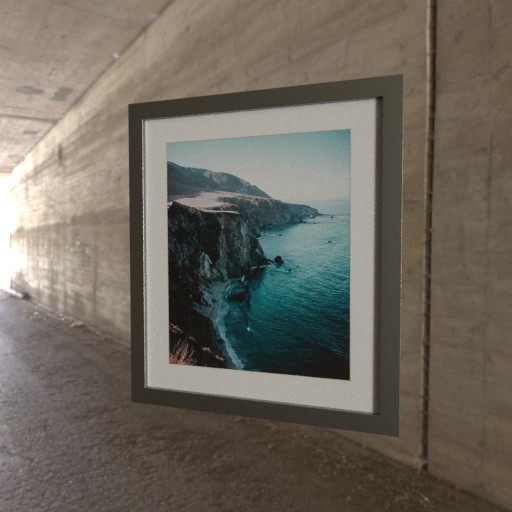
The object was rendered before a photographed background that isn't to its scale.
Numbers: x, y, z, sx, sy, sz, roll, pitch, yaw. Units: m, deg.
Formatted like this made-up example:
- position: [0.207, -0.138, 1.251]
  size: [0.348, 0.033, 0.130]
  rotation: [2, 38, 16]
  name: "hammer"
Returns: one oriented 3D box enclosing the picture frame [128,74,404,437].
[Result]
- position: [0.000, 0.000, 1.344]
  size: [0.839, 0.968, 0.073]
  rotation: [1, 2, 18]
  name: "picture frame"
